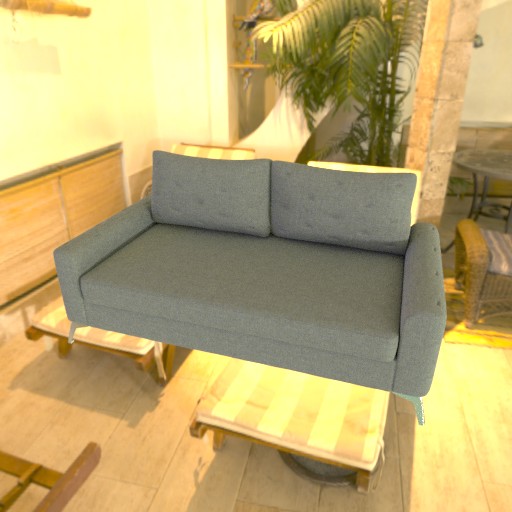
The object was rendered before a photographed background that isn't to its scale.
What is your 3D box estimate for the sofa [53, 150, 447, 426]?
[{"bbox_3d":[0.000,0.000,2.110,1.650,0.790,0.920,8,27,16],"label":"sofa"}]
